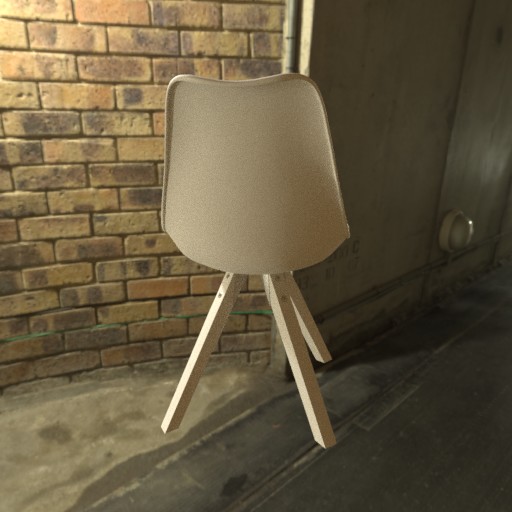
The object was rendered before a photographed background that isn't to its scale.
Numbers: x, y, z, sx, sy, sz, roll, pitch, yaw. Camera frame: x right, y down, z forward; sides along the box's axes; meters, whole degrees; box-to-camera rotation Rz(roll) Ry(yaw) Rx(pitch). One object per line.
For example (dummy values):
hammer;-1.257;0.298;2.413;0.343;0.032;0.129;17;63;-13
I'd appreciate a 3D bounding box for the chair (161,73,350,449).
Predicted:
chair;0.000;0.000;1.175;0.485;0.850;0.550;2;17;7
